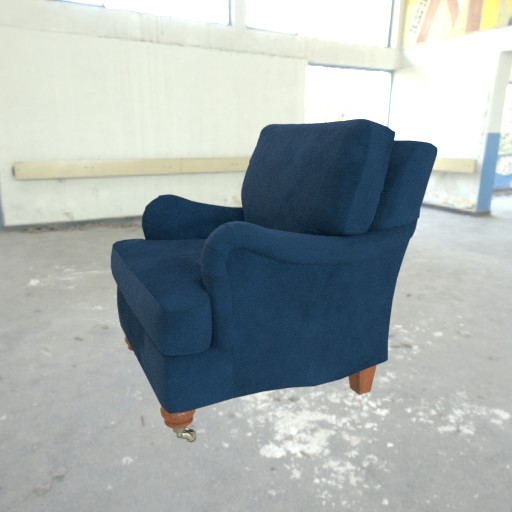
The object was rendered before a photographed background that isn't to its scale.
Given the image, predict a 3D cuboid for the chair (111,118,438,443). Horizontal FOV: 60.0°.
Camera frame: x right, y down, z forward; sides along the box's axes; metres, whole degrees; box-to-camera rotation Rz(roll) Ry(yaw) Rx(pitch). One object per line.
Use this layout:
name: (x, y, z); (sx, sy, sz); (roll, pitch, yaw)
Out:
chair: (0.000, 0.000, 1.841); (1.078, 1.076, 0.895); (-7, 16, -26)
